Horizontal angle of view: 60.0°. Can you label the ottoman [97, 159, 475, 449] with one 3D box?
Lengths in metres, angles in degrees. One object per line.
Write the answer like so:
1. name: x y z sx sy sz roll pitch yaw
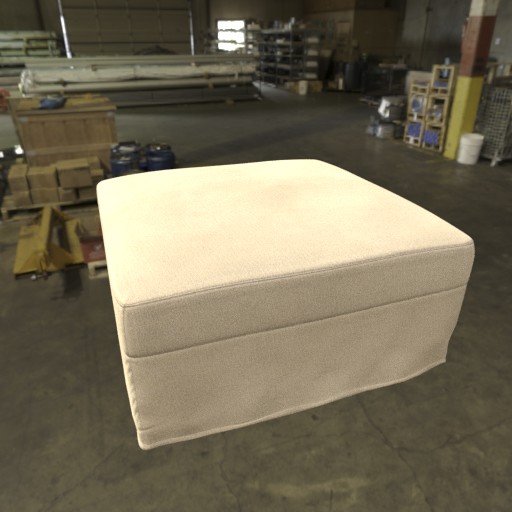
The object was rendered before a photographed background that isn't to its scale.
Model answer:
1. ottoman: 0.000 0.000 1.319 0.842 0.441 0.843 -9 28 -18
